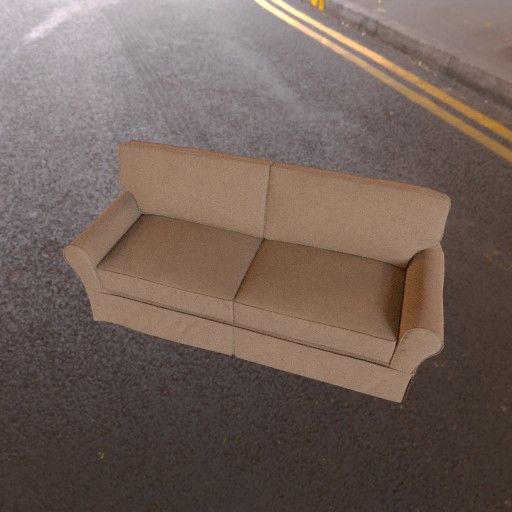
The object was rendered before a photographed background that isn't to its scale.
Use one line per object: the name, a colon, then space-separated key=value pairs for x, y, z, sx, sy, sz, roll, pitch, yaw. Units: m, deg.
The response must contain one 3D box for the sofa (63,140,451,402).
sofa: x=0.000 y=0.000 z=2.799 sx=2.246 sy=1.014 sz=0.900 roll=12 pitch=43 yaw=14
